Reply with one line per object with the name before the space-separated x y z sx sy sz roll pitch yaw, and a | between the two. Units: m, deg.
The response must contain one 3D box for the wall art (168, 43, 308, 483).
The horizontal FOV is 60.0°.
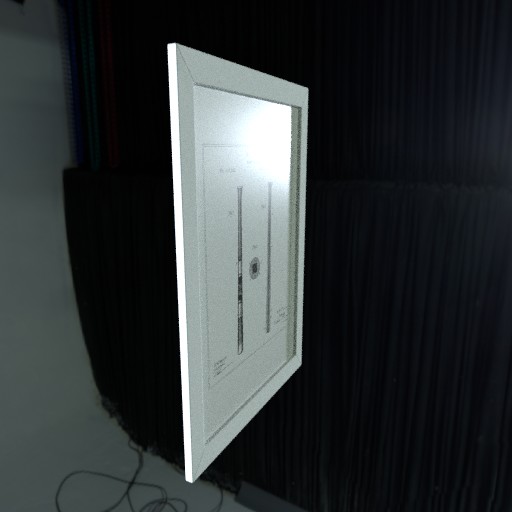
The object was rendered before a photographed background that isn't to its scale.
wall art | 0.000 0.000 0.679 0.012 0.529 0.374 7 15 27
